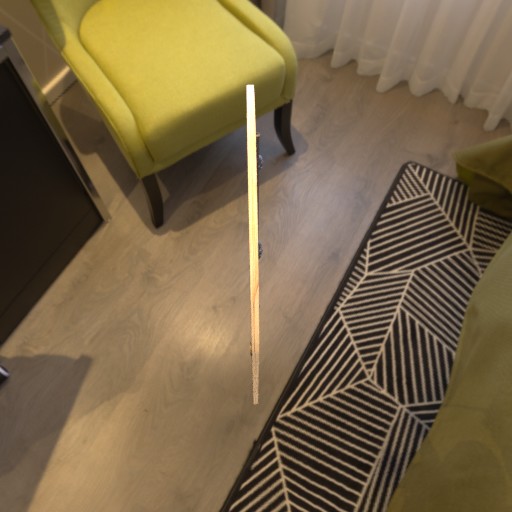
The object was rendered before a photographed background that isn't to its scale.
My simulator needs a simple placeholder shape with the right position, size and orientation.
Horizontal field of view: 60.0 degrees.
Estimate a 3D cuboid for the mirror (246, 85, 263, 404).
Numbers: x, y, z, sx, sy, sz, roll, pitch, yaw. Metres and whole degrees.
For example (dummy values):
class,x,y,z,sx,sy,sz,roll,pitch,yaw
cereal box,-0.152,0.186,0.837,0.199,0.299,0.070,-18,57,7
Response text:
class,x,y,z,sx,sy,sz,roll,pitch,yaw
mirror,0.000,0.000,1.149,0.032,0.915,0.609,-1,64,-1
